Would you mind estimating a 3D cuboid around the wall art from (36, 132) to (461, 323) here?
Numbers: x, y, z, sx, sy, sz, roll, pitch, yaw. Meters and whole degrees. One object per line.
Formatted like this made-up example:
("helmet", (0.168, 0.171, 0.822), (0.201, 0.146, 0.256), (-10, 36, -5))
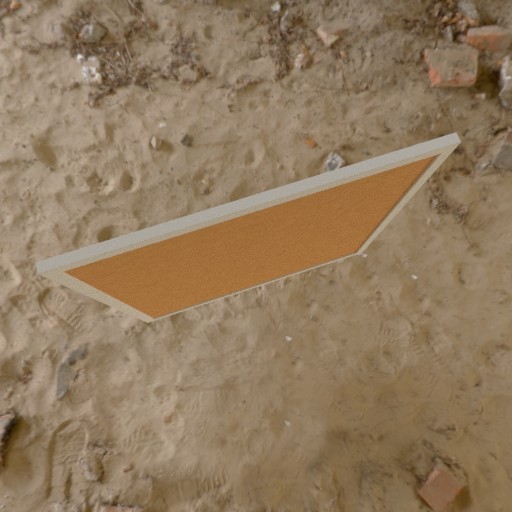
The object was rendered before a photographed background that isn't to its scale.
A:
("wall art", (0.000, 0.000, 0.678), (0.457, 0.457, 0.012), (-18, 76, -5))
